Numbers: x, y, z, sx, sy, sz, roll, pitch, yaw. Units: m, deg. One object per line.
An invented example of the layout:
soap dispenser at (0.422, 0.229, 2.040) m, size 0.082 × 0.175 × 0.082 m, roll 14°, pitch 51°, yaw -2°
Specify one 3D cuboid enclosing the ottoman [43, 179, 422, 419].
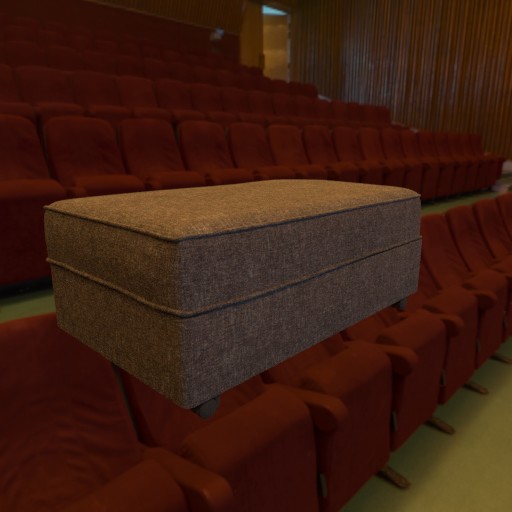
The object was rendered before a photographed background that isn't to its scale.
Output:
ottoman at (0.000, 0.000, 1.558) m, size 0.717 × 0.487 × 1.184 m, roll 13°, pitch 19°, yaw 42°
